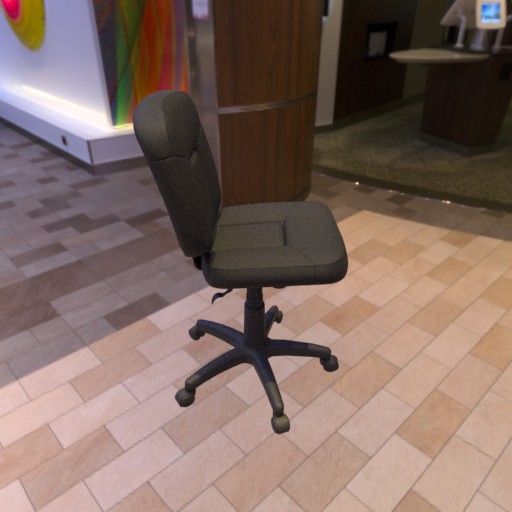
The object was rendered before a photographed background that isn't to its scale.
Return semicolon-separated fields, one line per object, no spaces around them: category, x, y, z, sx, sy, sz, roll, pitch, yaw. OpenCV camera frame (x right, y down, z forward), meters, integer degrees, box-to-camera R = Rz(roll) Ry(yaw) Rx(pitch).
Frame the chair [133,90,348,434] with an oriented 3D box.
chair;0.000;0.000;1.409;0.610;0.972;0.610;0;31;0
